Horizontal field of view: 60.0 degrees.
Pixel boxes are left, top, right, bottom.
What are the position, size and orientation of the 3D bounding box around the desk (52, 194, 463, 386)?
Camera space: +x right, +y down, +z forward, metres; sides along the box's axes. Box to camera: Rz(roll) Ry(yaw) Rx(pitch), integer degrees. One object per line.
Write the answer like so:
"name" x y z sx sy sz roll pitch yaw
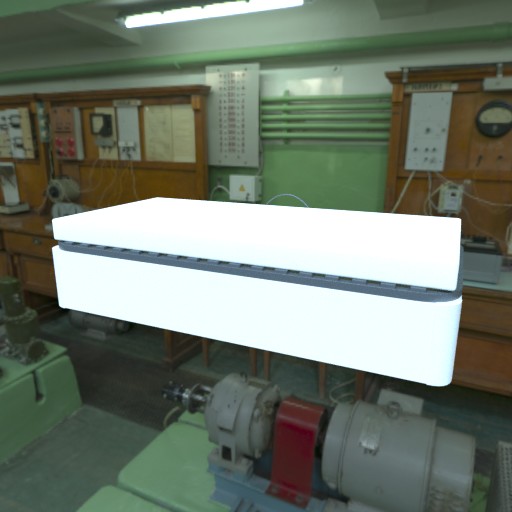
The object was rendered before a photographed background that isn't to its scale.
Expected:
"desk" 0.000 0.000 2.246 1.900 0.526 0.900 7 17 23
